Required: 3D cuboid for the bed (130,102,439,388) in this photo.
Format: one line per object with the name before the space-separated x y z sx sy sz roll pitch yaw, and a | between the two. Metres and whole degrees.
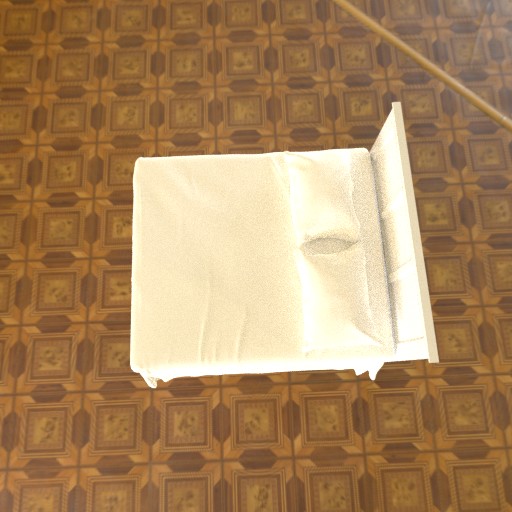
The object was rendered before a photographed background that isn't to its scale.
bed | 0.000 0.000 3.273 2.047 1.269 1.876 -3 75 -1
